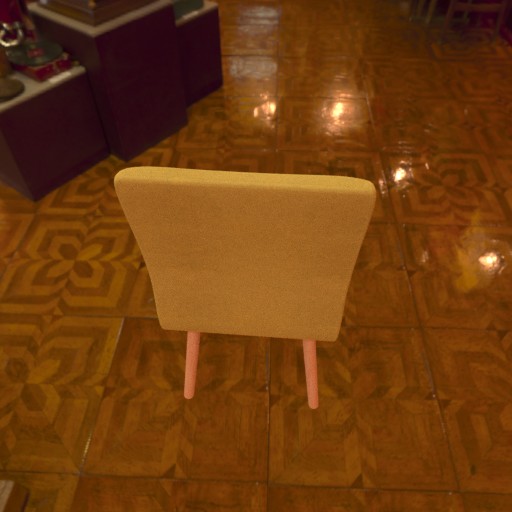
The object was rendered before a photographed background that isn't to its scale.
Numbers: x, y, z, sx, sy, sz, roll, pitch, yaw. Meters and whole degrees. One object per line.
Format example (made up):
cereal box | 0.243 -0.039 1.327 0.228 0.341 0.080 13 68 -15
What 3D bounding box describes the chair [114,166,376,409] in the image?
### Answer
chair | 0.000 0.000 1.264 0.450 0.965 0.550 3 48 3
